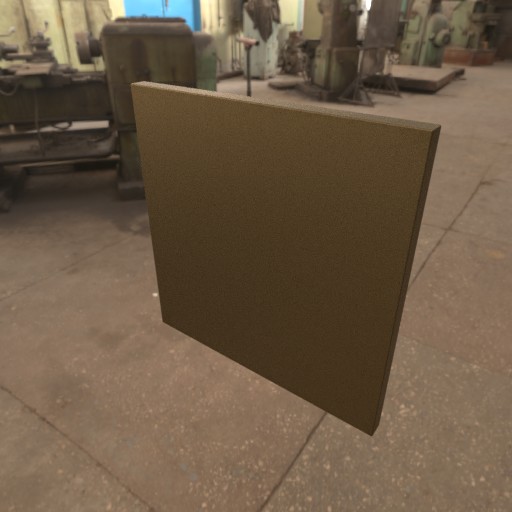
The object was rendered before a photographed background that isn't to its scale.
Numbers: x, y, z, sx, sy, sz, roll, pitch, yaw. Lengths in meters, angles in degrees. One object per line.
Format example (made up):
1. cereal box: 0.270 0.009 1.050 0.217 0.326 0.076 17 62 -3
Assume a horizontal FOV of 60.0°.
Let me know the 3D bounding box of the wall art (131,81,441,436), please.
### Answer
1. wall art: 0.000 0.000 0.749 0.503 0.506 0.031 21 36 31
